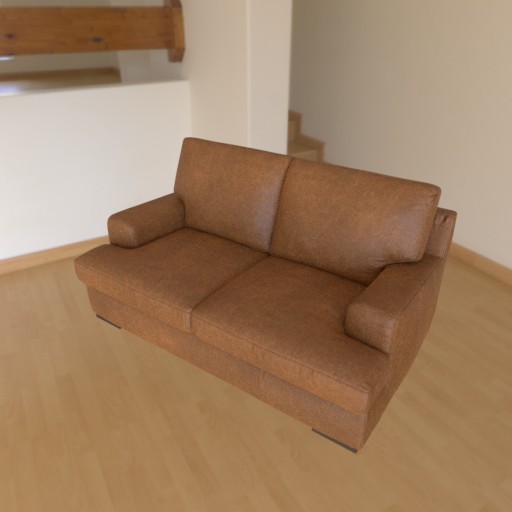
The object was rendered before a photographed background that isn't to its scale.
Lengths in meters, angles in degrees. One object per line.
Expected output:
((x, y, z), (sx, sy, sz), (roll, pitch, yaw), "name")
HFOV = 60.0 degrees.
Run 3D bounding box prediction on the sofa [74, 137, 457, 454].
((0.000, 0.000, 2.498), (1.880, 0.966, 1.144), (19, 34, 29), "sofa")
